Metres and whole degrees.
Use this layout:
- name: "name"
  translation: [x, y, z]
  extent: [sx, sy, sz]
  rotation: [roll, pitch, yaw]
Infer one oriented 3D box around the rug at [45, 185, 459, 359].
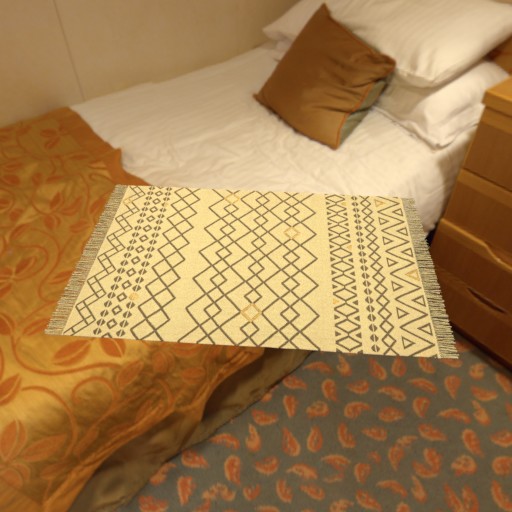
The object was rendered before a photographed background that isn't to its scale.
- name: "rug"
  translation: [0.000, 0.000, 3.120]
  extent: [2.472, 0.035, 1.495]
  rotation: [3, 46, 3]
